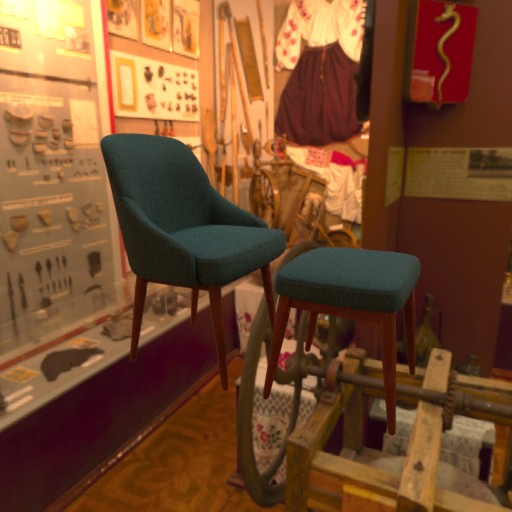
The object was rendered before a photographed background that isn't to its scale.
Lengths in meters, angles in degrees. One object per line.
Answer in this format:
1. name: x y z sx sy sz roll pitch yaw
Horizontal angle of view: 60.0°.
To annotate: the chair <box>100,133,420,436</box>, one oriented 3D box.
1. chair: 0.000 0.000 1.603 1.114 0.866 0.584 7 16 26
